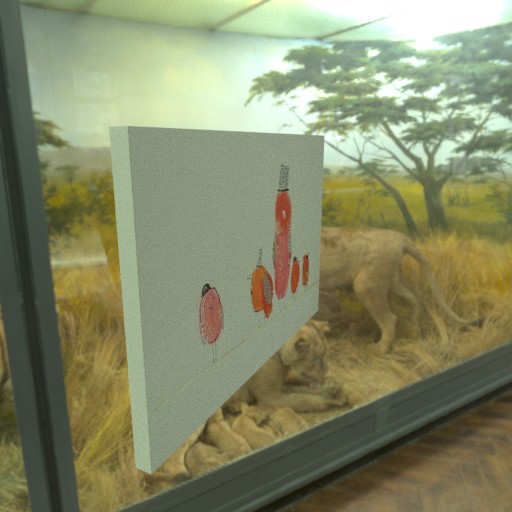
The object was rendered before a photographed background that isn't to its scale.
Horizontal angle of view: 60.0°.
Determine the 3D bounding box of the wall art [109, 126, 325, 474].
[{"bbox_3d":[0.000,0.000,1.135,0.038,0.609,0.914,7,16,26],"label":"wall art"}]
